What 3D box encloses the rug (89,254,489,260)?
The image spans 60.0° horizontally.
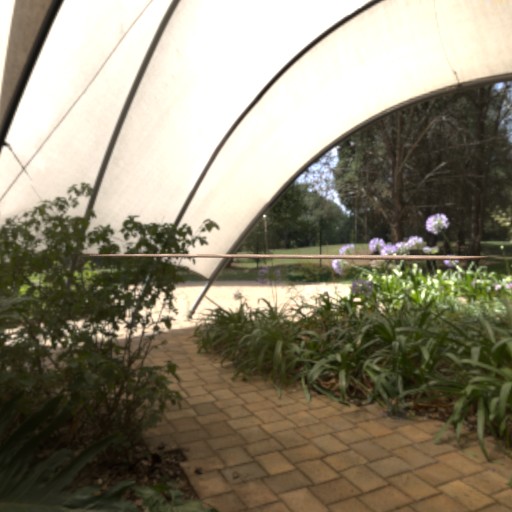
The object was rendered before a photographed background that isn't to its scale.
[{"bbox_3d":[0.000,0.000,2.698,2.437,0.013,0.685,0,1,36],"label":"rug"}]
